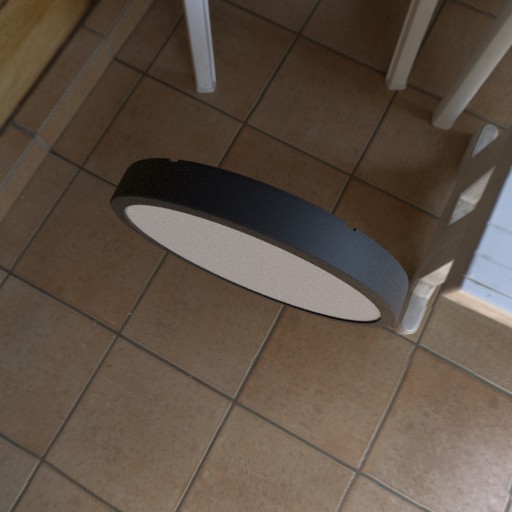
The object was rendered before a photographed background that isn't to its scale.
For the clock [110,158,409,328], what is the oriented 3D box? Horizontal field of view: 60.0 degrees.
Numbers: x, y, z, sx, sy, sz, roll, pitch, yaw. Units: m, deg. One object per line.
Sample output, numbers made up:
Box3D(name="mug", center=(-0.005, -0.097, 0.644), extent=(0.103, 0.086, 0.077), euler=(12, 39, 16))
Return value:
Box3D(name="clock", center=(0.000, 0.000, 0.444), extent=(0.293, 0.293, 0.040), euler=(22, 78, 5))
